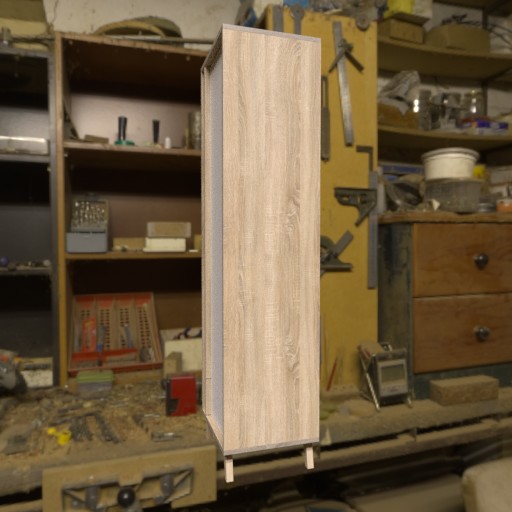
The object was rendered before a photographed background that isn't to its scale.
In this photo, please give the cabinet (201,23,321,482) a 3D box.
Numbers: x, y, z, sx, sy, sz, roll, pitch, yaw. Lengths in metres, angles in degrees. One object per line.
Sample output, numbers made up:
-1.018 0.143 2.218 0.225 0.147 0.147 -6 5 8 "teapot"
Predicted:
0.000 0.000 2.190 0.450 1.960 0.510 -1 2 -17 "cabinet"
